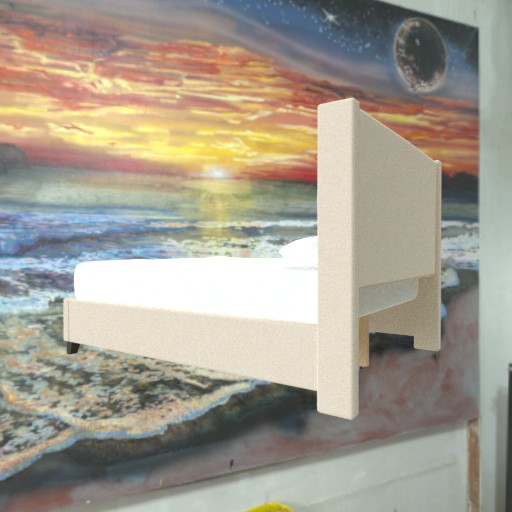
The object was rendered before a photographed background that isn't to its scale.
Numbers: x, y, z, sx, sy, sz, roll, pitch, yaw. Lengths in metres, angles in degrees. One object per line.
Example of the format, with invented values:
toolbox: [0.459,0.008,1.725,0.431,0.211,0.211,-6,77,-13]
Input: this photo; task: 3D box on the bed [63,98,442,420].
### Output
bed: [0.000,0.000,3.382,2.293,1.471,1.778,0,1,35]
